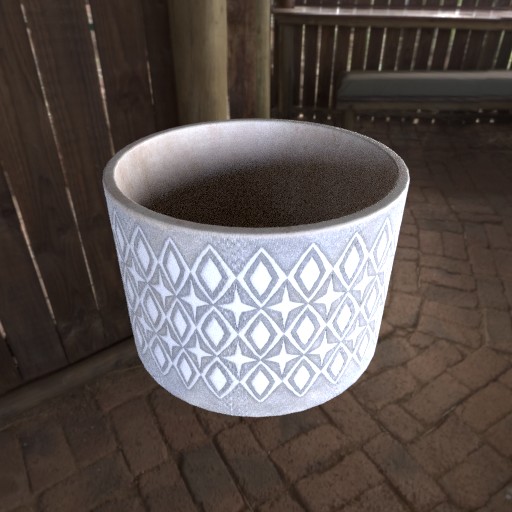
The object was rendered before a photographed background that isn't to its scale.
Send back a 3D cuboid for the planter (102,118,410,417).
[{"bbox_3d":[0.000,0.000,0.281,0.164,0.127,0.164,0,33,0],"label":"planter"}]
